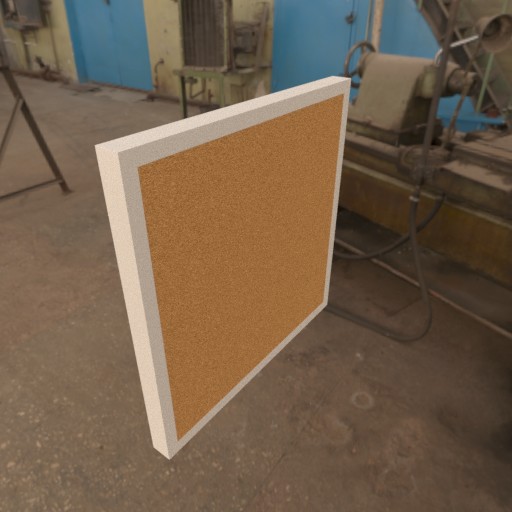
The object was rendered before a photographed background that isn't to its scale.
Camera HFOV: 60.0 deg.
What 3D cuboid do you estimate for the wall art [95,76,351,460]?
[{"bbox_3d":[0.000,0.000,0.760,0.038,0.508,0.507,22,38,31],"label":"wall art"}]
